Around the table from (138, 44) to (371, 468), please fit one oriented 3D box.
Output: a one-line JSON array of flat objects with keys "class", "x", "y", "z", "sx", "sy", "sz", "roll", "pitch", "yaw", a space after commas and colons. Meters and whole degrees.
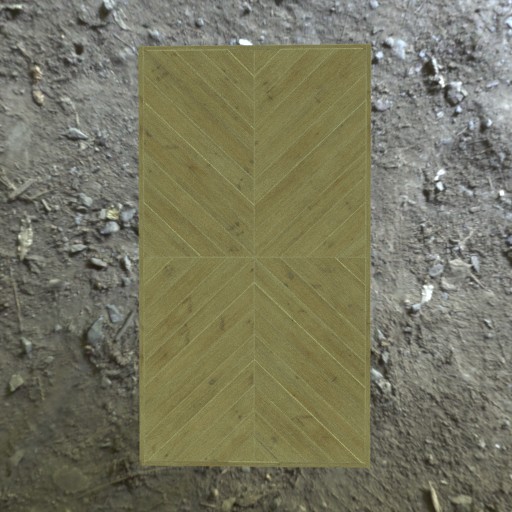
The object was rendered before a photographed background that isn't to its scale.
[{"class": "table", "x": 0.000, "y": 0.000, "z": 2.275, "sx": 0.991, "sy": 0.762, "sz": 1.803, "roll": 0, "pitch": 91, "yaw": 1}]
